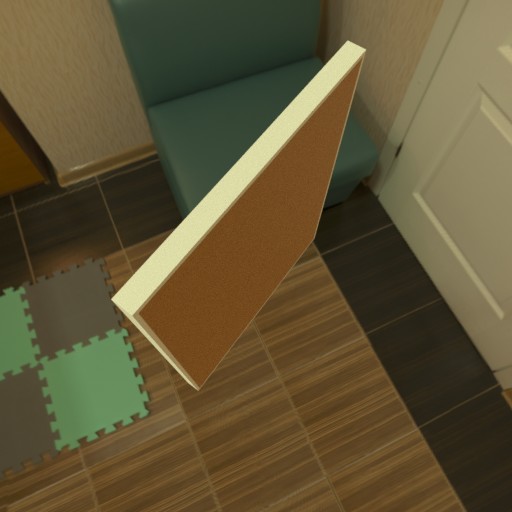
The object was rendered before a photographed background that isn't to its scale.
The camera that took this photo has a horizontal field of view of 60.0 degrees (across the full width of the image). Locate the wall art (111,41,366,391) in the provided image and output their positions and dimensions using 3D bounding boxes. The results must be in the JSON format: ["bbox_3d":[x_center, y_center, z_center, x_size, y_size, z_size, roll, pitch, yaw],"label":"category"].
[{"bbox_3d":[0.000,0.000,0.755,0.030,0.549,0.443,34,70,14],"label":"wall art"}]
